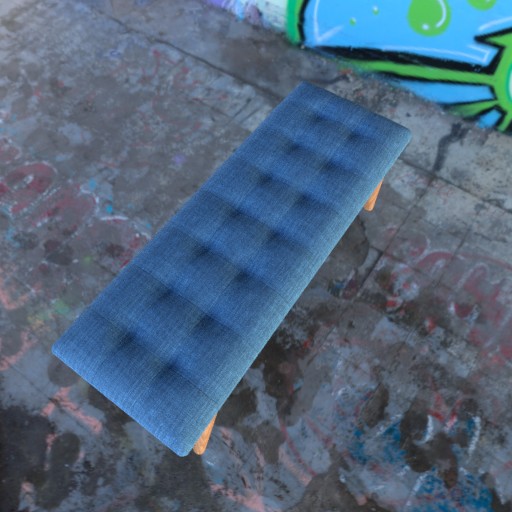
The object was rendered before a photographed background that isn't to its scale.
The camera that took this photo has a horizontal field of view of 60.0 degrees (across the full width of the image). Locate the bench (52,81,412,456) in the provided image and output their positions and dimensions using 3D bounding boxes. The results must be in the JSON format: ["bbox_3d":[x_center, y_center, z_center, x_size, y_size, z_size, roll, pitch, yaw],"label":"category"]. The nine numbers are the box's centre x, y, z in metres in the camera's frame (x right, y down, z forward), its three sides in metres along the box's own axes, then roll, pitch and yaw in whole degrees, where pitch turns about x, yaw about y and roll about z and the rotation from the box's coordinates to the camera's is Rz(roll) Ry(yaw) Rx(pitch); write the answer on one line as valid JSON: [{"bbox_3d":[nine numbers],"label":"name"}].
[{"bbox_3d":[0.000,0.000,1.348,0.406,0.432,1.118,32,66,16],"label":"bench"}]
